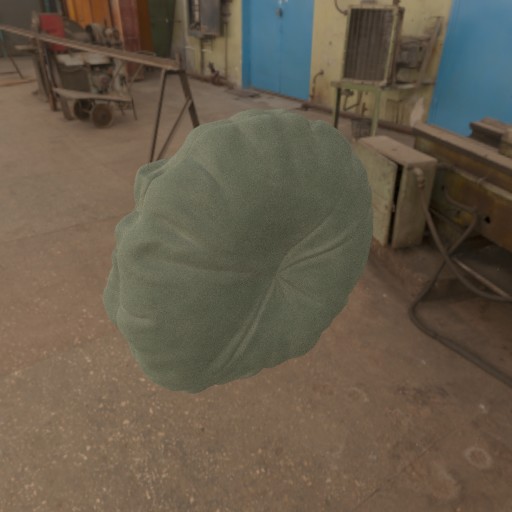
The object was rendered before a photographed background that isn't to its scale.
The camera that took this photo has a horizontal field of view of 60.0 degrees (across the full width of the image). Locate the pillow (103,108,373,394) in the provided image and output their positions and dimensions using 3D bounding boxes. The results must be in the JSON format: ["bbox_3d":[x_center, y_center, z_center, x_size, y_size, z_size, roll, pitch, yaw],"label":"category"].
[{"bbox_3d":[0.000,0.000,0.639,0.428,0.407,0.148,-19,35,-28],"label":"pillow"}]
